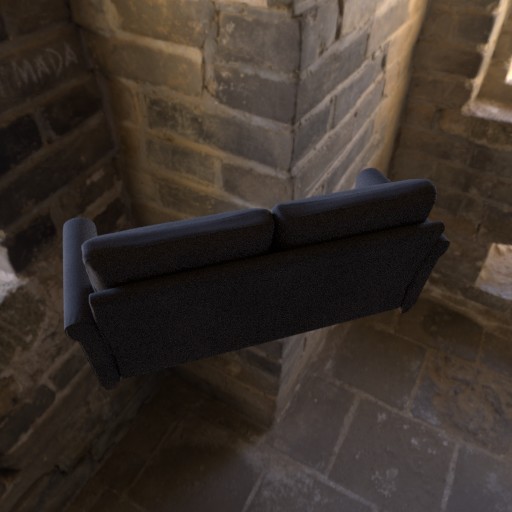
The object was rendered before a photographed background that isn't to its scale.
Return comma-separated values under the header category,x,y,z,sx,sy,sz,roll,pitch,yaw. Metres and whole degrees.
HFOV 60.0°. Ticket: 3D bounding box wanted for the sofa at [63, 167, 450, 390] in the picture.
category,x,y,z,sx,sy,sz,roll,pitch,yaw
sofa,0.000,0.000,2.409,1.935,0.942,0.842,-12,42,-14
